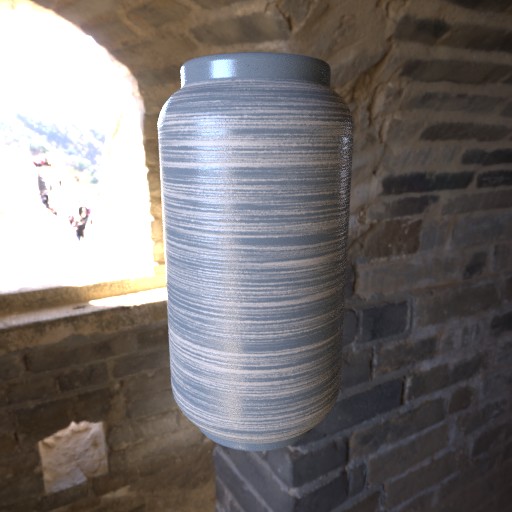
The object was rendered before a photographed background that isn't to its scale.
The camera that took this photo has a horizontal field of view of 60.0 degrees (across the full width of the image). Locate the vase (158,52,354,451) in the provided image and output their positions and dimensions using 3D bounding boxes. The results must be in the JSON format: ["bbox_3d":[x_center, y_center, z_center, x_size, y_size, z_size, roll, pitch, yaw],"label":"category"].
[{"bbox_3d":[0.000,0.000,0.288,0.116,0.230,0.116,0,14,0],"label":"vase"}]
